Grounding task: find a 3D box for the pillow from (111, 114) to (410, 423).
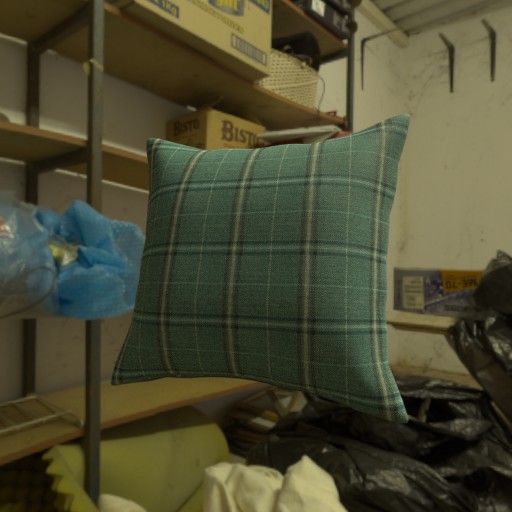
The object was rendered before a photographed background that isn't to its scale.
[{"bbox_3d":[0.000,0.000,0.687,0.453,0.430,0.200,0,0,18],"label":"pillow"}]
